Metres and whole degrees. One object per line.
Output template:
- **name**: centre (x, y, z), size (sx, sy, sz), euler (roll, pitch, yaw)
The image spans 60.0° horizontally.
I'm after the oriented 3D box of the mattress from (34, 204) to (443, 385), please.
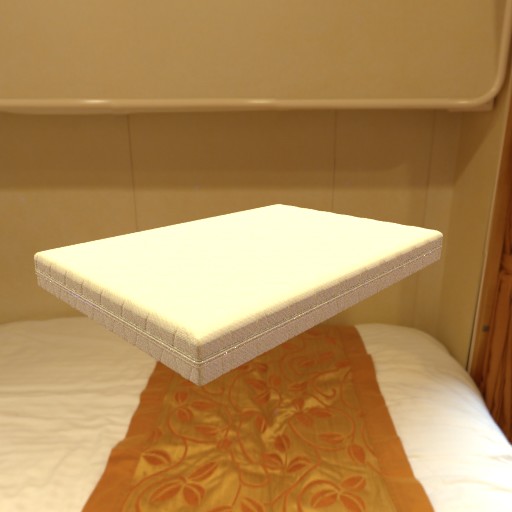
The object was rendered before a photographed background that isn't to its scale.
- **mattress**: centre (0.000, 0.000, 2.613), size (1.400, 0.200, 2.000), euler (16, 23, 42)
